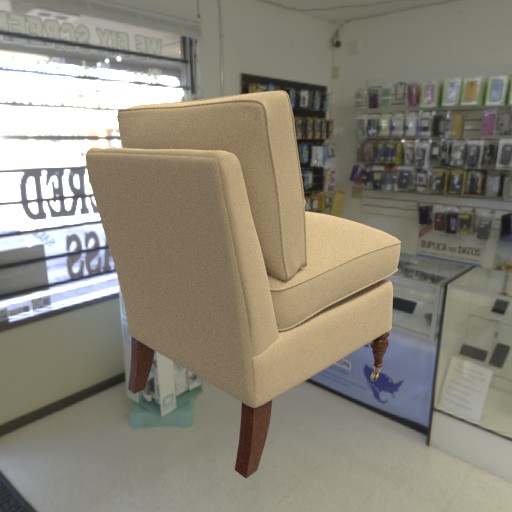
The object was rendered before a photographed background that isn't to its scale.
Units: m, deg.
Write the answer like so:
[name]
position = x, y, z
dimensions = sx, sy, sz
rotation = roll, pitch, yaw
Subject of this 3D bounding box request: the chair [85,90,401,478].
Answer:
[chair]
position = 0.000, 0.000, 1.607
dimensions = 0.912, 1.052, 0.724
rotation = -14, 20, -43
